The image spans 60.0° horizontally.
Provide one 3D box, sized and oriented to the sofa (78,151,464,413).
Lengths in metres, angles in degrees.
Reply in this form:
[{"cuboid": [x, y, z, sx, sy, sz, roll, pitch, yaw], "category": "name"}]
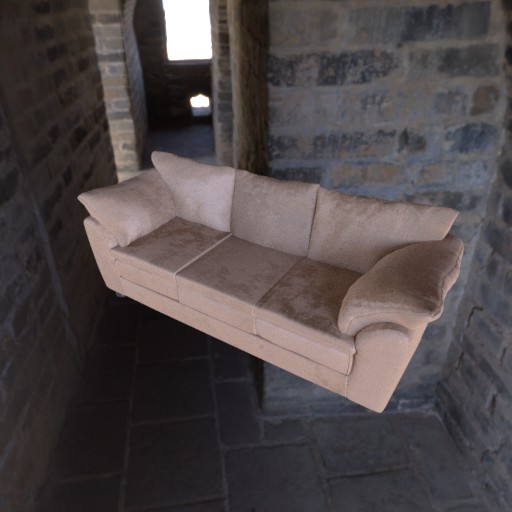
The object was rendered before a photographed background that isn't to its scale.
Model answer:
[{"cuboid": [0.000, 0.000, 2.850, 2.377, 0.981, 0.893, 18, 35, 29], "category": "sofa"}]
